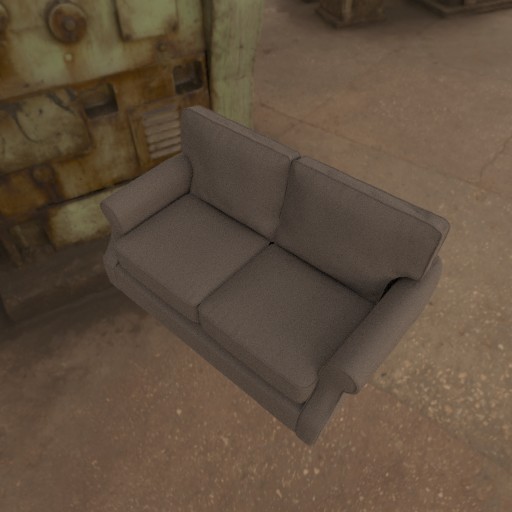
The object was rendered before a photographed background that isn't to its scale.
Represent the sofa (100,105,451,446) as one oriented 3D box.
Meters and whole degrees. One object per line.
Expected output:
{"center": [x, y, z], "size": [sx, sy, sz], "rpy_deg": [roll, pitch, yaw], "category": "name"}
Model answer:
{"center": [0.000, 0.000, 2.304], "size": [1.665, 0.937, 0.964], "rpy_deg": [32, 55, 26], "category": "sofa"}
